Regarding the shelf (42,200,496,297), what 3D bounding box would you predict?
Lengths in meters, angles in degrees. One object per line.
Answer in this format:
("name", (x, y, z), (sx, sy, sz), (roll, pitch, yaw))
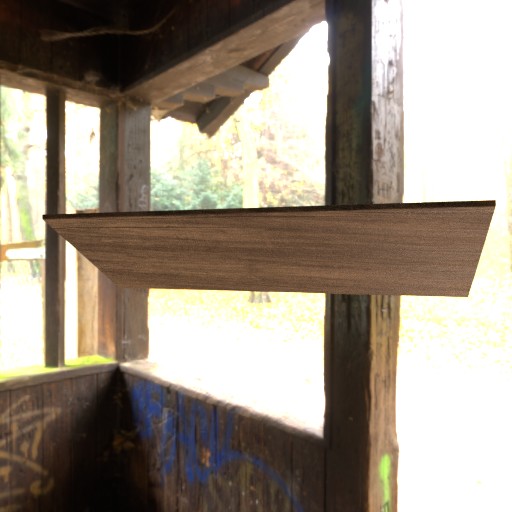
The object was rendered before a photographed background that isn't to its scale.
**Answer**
("shelf", (0.000, 0.000, 0.668), (0.610, 0.125, 0.200), (0, 0, 18))
